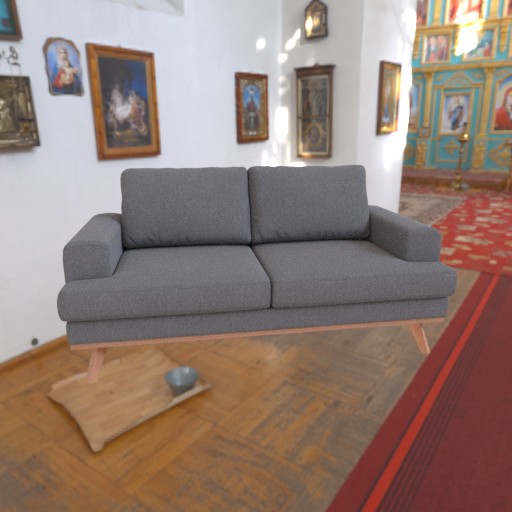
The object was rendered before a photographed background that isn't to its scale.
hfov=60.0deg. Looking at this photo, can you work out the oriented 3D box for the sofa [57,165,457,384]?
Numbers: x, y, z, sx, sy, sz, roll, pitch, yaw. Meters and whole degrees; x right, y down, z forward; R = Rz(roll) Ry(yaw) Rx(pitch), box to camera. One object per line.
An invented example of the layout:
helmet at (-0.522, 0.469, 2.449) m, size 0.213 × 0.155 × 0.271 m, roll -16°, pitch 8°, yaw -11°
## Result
sofa at (0.000, 0.000, 2.129) m, size 1.650 × 0.810 × 0.785 m, roll -3°, pitch 16°, yaw -9°
